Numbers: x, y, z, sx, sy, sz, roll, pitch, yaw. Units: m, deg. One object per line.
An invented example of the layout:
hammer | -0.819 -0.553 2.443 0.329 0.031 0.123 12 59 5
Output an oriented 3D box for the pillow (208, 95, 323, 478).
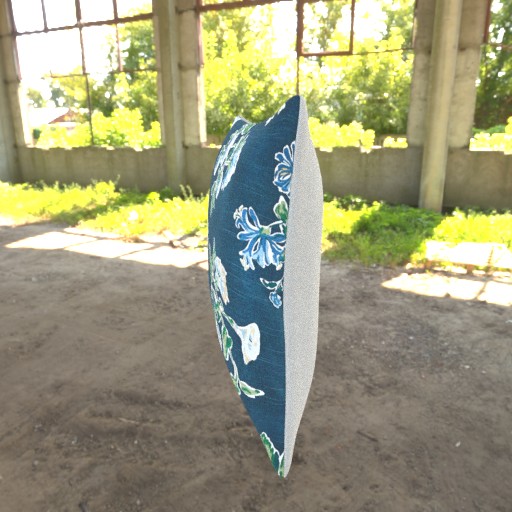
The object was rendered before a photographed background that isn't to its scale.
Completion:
pillow | 0.000 0.000 0.802 0.166 0.508 0.525 -3 15 -9
